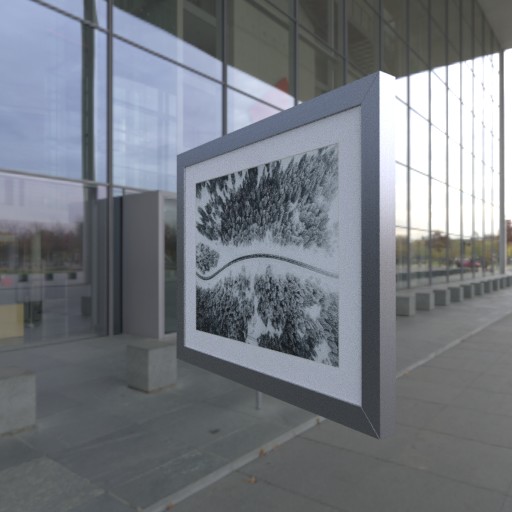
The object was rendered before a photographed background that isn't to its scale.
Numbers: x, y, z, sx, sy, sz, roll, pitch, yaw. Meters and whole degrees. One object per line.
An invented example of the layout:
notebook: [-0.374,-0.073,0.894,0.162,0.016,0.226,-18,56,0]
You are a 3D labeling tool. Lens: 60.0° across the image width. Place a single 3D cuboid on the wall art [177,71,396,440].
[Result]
wall art: [0.000,0.000,0.780,0.032,0.456,0.557,0,0,-36]
